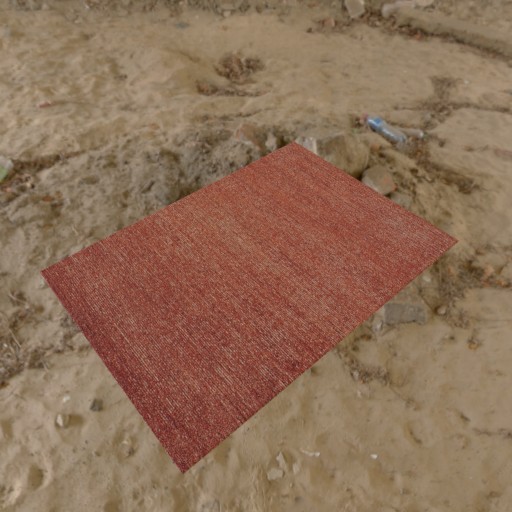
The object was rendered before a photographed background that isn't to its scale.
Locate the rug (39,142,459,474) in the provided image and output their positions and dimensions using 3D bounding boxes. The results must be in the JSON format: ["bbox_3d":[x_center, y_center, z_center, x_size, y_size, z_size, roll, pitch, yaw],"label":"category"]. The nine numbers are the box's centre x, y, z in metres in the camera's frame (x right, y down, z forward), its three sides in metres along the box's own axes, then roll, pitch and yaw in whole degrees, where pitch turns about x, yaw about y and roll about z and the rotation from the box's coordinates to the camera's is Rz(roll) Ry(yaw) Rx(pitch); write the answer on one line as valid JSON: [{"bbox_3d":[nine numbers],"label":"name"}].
[{"bbox_3d":[0.000,0.000,5.103,3.965,0.025,2.803,-33,55,-26],"label":"rug"}]
